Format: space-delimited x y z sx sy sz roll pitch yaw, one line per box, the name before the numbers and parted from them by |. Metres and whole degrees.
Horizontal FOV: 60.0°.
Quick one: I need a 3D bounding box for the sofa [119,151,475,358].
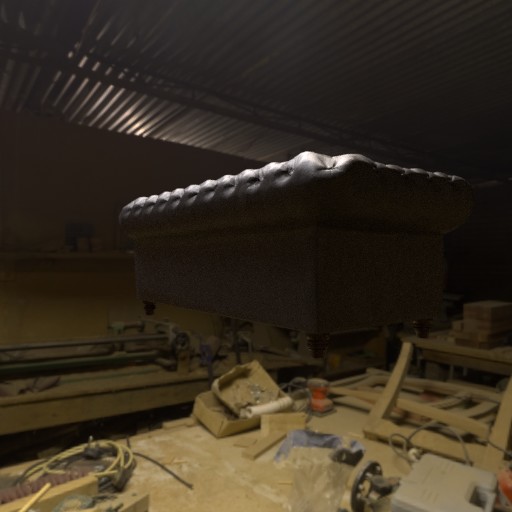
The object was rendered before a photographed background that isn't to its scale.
sofa | 0.000 0.000 2.498 0.944 0.779 2.048 0 0 -37
